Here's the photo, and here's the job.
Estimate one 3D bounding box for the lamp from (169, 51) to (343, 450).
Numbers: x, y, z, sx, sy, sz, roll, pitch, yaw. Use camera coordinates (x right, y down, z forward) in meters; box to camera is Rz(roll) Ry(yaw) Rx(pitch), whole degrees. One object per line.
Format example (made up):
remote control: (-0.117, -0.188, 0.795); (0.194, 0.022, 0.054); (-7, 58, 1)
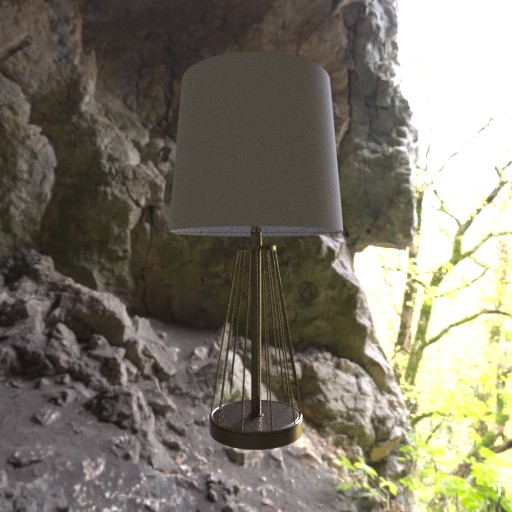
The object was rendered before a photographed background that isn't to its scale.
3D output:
lamp: (0.000, 0.000, 0.785); (0.303, 0.618, 0.303); (0, 0, 0)
